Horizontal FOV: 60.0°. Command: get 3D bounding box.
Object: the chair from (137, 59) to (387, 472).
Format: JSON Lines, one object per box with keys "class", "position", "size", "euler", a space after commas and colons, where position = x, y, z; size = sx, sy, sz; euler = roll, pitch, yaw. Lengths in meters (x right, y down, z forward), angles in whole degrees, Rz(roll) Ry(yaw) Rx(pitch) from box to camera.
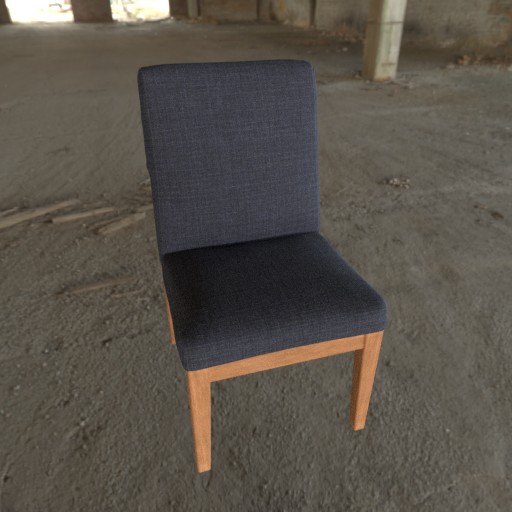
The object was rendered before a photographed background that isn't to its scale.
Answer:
{"class": "chair", "position": [0.000, 0.000, 1.200], "size": [0.507, 0.911, 0.586], "euler": [-9, 32, -14]}
